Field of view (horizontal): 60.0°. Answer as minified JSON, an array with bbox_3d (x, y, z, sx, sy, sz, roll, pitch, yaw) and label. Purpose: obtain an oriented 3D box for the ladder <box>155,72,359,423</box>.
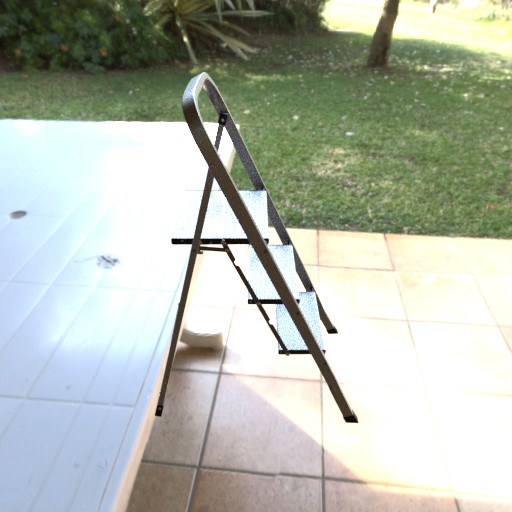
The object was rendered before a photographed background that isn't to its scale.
[{"bbox_3d":[0.000,0.000,1.420,0.704,1.070,0.465,0,33,0],"label":"ladder"}]
